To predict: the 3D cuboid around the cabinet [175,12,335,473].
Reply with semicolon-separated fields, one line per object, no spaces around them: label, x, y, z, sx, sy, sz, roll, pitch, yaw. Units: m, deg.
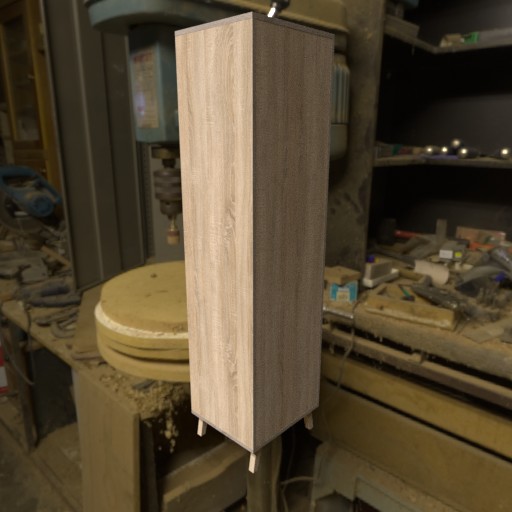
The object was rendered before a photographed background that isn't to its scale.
cabinet;0.000;0.000;2.138;0.450;1.960;0.510;14;21;42
